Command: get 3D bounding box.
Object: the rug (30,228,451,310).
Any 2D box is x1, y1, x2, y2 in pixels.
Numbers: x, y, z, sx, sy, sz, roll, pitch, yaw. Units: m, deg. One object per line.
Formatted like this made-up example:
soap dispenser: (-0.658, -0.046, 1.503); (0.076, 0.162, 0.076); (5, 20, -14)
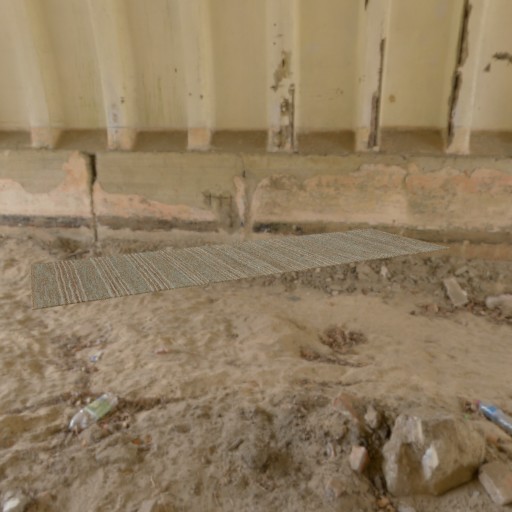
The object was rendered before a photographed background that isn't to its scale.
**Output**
rug: (0.000, 0.000, 2.675); (2.438, 0.006, 0.783); (-7, 16, -26)
